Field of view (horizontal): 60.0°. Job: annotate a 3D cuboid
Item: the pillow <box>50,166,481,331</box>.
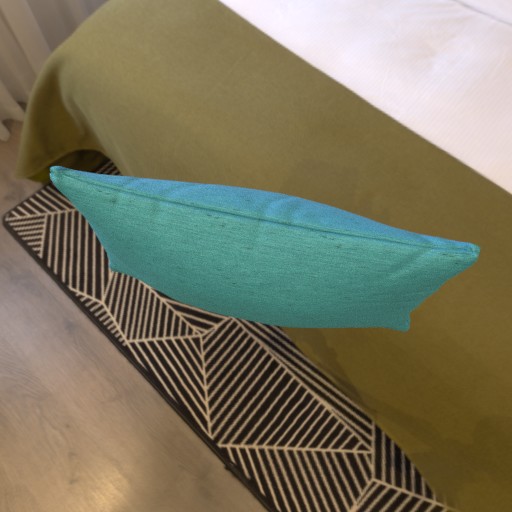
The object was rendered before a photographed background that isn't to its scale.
[{"bbox_3d":[0.000,0.000,0.780,0.633,0.338,0.210,11,64,5],"label":"pillow"}]
